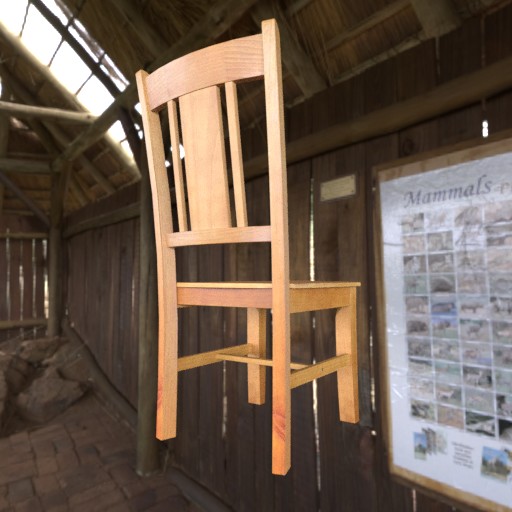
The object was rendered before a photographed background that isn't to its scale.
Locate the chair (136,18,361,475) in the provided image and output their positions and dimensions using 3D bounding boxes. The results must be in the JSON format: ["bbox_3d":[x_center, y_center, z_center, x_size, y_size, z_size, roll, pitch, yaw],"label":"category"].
[{"bbox_3d":[0.000,0.000,1.270,0.450,0.998,0.556,-2,-4,35],"label":"chair"}]
